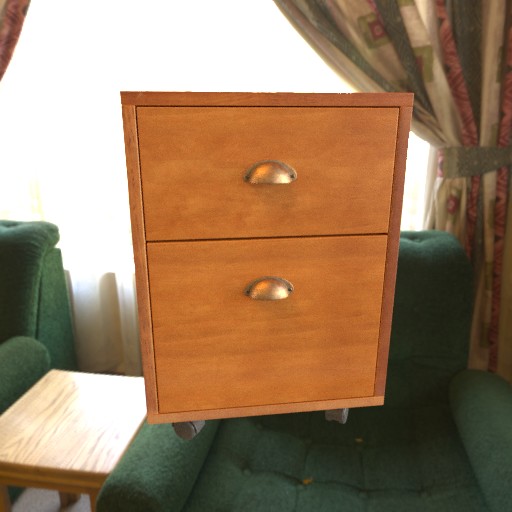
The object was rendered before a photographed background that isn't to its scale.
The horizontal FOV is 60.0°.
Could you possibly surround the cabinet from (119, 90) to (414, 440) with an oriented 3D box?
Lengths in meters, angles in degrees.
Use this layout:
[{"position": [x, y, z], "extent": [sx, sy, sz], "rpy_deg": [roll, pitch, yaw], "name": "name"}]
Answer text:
[{"position": [0.000, 0.000, 0.861], "extent": [0.409, 0.579, 0.401], "rpy_deg": [-2, 17, -7], "name": "cabinet"}]
